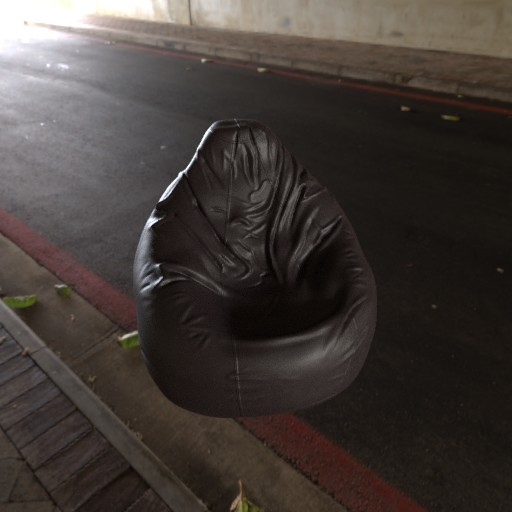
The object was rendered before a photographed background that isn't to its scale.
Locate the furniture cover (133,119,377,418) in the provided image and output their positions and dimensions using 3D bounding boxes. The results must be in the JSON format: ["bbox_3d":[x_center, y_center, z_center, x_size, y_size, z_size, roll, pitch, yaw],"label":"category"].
[{"bbox_3d":[0.000,0.000,1.922,1.070,0.990,1.070,-9,34,-13],"label":"furniture cover"}]
